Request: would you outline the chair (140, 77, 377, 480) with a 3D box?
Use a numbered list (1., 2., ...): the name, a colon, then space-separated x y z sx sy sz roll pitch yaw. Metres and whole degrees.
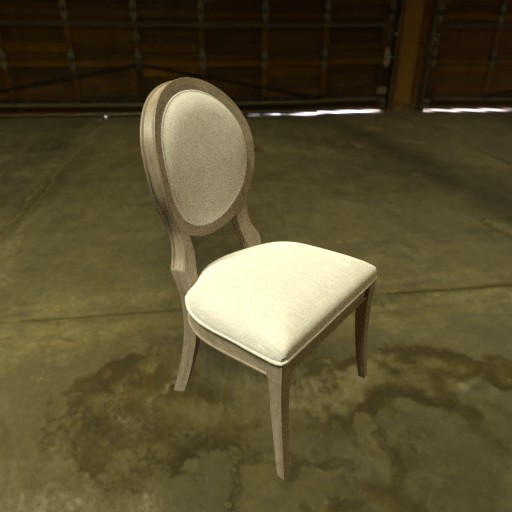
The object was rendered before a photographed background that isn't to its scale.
1. chair: 0.000 0.000 1.355 0.602 0.990 0.558 19 32 33
